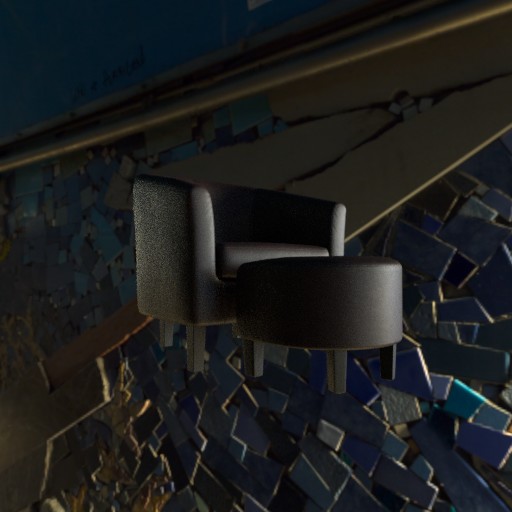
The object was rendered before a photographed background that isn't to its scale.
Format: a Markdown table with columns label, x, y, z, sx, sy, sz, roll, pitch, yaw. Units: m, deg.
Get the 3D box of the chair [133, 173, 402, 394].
| label | x | y | z | sx | sy | sz | roll | pitch | yaw |
| --- | --- | --- | --- | --- | --- | --- | --- | --- | --- |
| chair | 0.000 | 0.000 | 1.675 | 0.737 | 0.755 | 1.176 | 1 | -1 | -36 |
